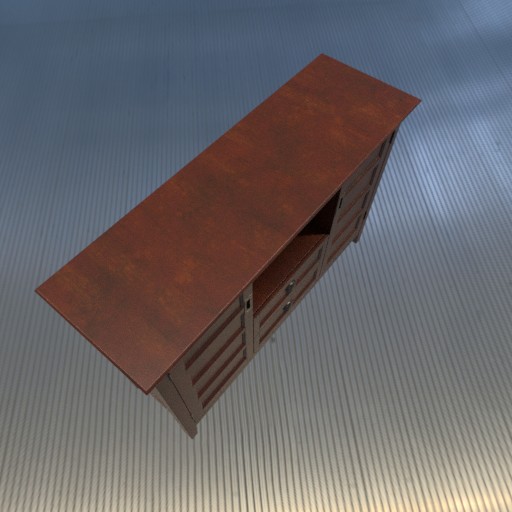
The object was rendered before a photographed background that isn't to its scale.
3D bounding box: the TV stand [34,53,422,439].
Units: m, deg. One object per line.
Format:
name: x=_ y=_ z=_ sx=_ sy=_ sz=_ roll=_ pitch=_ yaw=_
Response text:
TV stand: x=0.000 y=0.000 z=1.799 sx=0.445 sy=0.915 sz=1.372 roll=35 pitch=64 yaw=19
